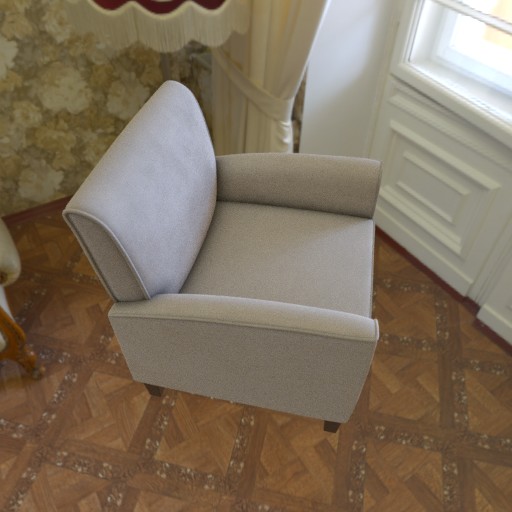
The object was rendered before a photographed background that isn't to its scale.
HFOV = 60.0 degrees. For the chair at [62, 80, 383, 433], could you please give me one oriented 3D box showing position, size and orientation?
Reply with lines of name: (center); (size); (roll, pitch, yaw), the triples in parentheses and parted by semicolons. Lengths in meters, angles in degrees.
chair: (0.000, 0.000, 1.568); (0.821, 0.915, 0.820); (9, 47, 8)
